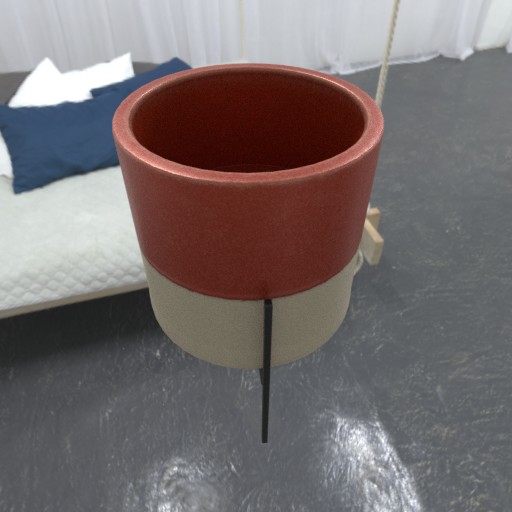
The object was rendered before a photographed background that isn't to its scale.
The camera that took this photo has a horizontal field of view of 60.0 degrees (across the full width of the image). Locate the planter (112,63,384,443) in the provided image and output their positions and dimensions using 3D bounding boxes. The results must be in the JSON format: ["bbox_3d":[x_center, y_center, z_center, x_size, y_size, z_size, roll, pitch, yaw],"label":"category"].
[{"bbox_3d":[0.000,0.000,0.508,0.251,0.354,0.235,-26,49,-26],"label":"planter"}]
